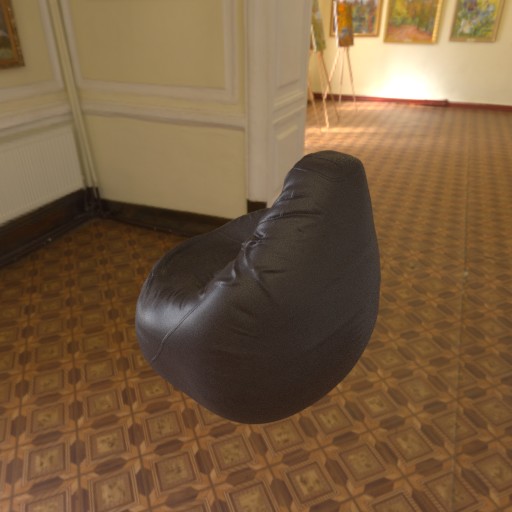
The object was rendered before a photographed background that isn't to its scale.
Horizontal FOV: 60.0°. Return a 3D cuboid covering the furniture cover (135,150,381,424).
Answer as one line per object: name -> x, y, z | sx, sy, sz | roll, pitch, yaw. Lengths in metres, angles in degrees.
furniture cover -> 0.000, 0.000, 1.918 | 1.070, 0.990, 1.070 | 20, 35, 31
